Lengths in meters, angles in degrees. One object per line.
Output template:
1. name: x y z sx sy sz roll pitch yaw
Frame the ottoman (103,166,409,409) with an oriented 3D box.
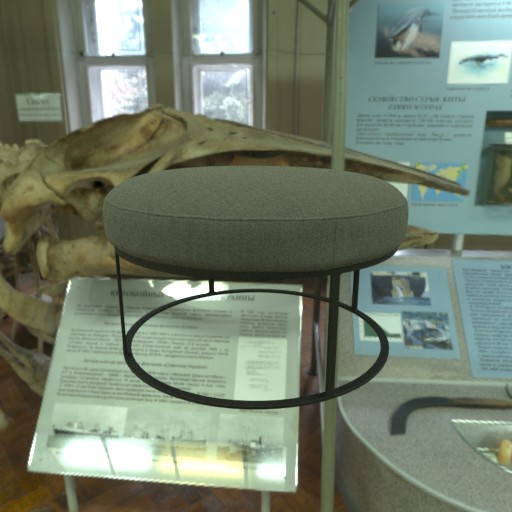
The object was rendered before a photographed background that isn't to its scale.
1. ottoman: 0.000 0.000 1.207 0.772 0.460 0.772 0 15 0
